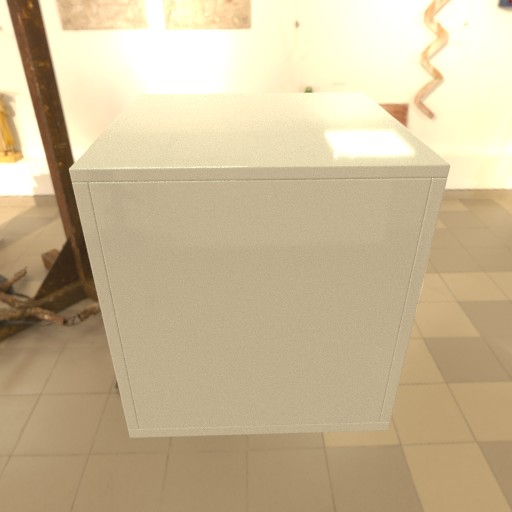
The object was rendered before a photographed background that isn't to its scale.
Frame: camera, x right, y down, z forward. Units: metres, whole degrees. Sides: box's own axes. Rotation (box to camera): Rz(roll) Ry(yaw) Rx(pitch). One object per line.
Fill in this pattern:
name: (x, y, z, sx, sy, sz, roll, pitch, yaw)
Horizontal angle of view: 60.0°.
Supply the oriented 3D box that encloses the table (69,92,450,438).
table: (0.000, 0.000, 0.779, 0.420, 0.470, 0.400, -1, 31, -2)
